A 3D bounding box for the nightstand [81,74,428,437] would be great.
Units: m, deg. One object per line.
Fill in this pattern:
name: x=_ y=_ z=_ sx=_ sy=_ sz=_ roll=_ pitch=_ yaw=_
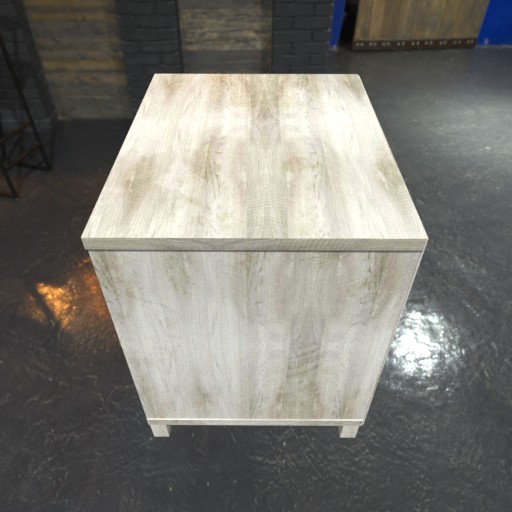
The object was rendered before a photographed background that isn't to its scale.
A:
nightstand: x=0.000 y=0.000 z=0.749 sx=0.347 sy=0.448 sz=0.427 roll=0 pitch=43 yaw=0
